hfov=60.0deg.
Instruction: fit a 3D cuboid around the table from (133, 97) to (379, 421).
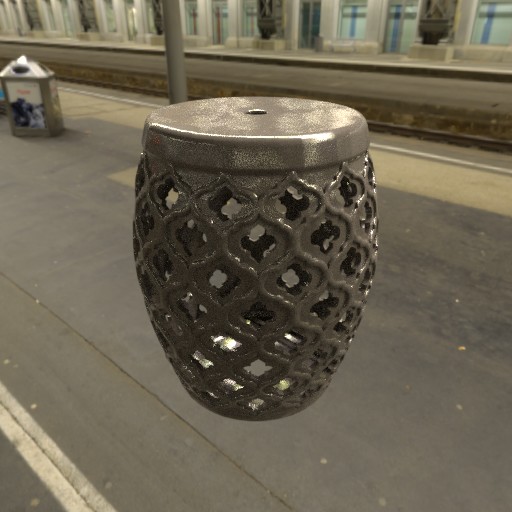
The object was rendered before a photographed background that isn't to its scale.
[{"bbox_3d":[0.000,0.000,0.619,0.325,0.388,0.325,0,28,0],"label":"table"}]
